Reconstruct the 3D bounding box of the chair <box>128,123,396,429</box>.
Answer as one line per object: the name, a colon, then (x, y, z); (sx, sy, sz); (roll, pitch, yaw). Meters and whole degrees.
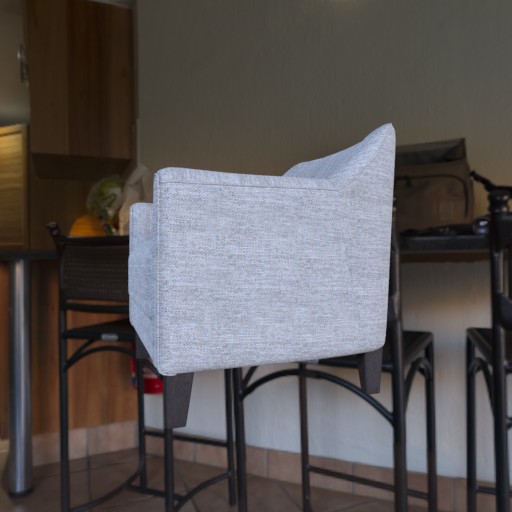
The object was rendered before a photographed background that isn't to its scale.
chair: (0.000, 0.000, 1.438); (0.758, 0.761, 0.796); (0, 0, -20)
